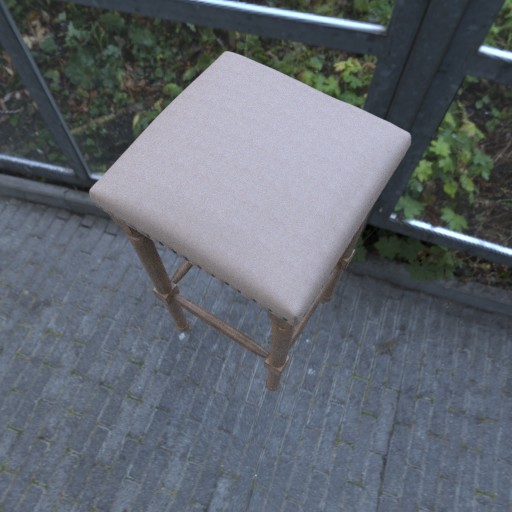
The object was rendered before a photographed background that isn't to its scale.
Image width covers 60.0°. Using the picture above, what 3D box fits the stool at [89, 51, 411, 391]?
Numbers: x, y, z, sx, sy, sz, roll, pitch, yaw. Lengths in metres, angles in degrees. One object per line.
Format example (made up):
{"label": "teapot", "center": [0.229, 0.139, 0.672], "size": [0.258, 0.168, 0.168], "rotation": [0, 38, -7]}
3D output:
{"label": "stool", "center": [0.000, 0.000, 1.007], "size": [0.382, 0.768, 0.383], "rotation": [30, 67, 14]}
